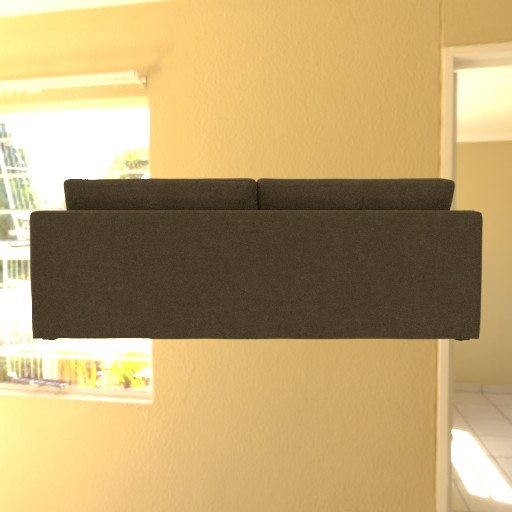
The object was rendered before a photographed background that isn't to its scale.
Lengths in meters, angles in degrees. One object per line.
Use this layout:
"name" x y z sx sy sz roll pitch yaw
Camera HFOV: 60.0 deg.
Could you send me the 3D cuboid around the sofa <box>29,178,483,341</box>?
"sofa" 0.000 0.000 2.714 2.257 0.838 1.092 0 1 0
